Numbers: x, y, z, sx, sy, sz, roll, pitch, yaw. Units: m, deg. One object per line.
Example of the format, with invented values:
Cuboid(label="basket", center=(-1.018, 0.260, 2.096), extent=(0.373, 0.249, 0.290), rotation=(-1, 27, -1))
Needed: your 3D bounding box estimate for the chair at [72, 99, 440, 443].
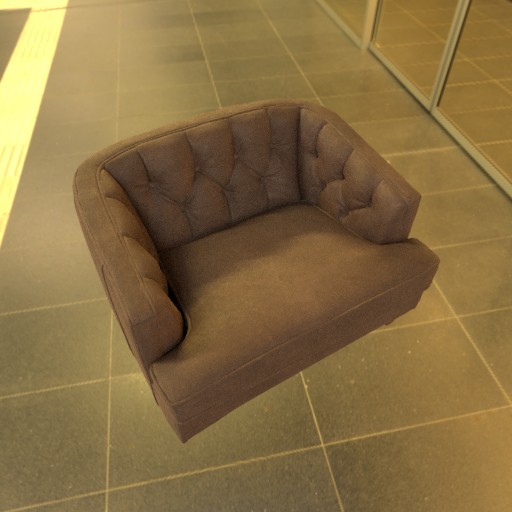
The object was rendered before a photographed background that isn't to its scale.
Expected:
Cuboid(label="chair", center=(0.000, 0.000, 1.718), extent=(1.118, 0.787, 0.914), rotation=(-23, 50, -21))
